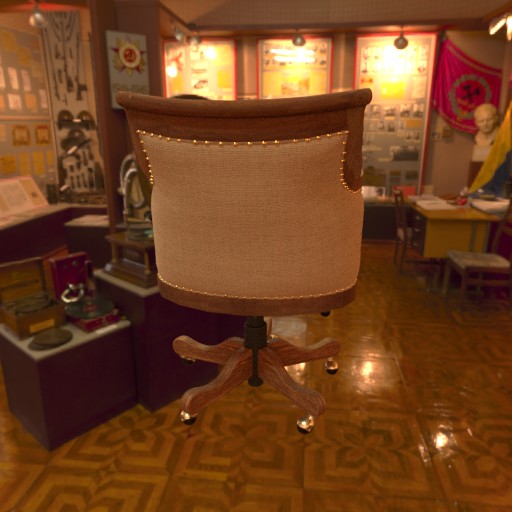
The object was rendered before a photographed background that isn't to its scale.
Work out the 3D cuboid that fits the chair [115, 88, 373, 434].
[{"bbox_3d":[0.000,0.000,1.422,0.656,0.965,0.689,3,17,9],"label":"chair"}]
